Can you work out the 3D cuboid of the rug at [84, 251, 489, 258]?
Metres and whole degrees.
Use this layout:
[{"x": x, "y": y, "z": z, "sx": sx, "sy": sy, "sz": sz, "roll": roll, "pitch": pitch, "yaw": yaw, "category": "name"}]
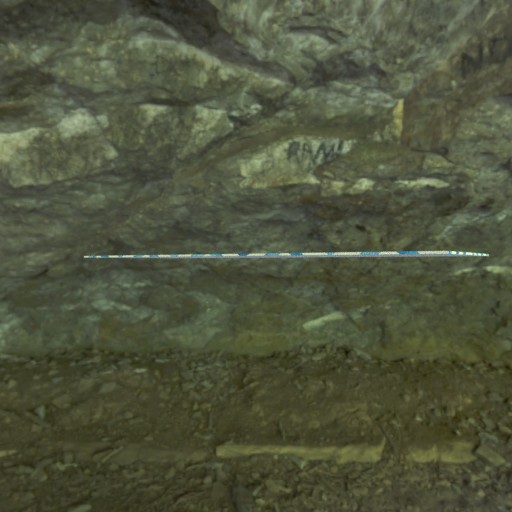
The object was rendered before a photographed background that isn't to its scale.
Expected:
[{"x": 0.000, "y": 0.000, "z": 1.668, "sx": 1.492, "sy": 0.007, "sz": 0.503, "roll": -1, "pitch": -1, "yaw": 37, "category": "rug"}]
